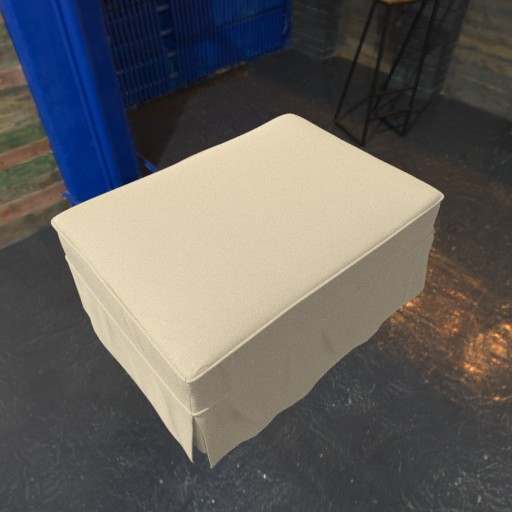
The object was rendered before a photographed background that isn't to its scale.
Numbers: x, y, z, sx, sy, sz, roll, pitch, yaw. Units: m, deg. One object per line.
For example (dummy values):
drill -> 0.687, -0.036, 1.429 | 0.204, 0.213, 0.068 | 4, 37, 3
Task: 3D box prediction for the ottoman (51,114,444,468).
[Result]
ottoman -> 0.000, 0.000, 1.354 | 0.959, 0.482, 0.721 | -32, 54, -27
